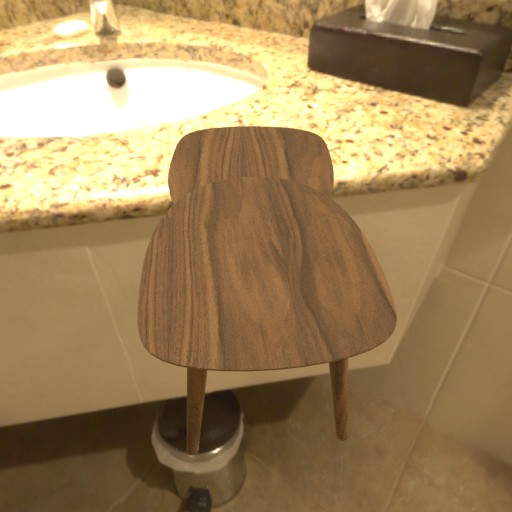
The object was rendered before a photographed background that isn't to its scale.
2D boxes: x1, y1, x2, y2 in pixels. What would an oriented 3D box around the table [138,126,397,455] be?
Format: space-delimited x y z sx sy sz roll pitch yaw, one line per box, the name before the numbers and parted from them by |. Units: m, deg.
table | 0.000 0.000 1.321 0.527 0.429 1.084 -2 41 -2
